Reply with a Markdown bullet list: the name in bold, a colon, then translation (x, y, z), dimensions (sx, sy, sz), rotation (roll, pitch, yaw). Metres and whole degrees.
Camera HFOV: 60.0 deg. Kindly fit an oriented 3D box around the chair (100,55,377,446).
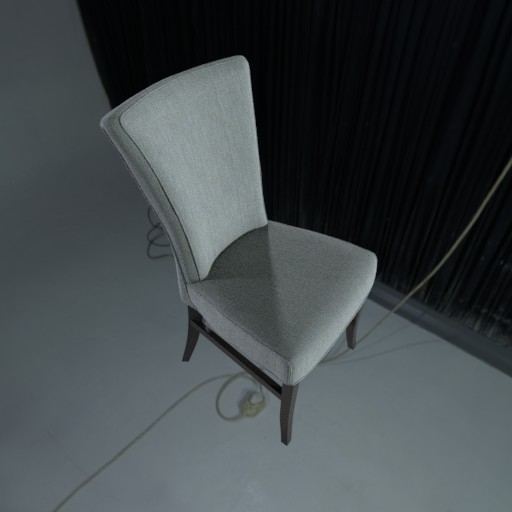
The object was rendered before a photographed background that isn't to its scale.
- **chair**: translation (0.000, 0.000, 1.387), dimensions (0.660, 0.991, 0.520), rotation (27, 49, 26)
